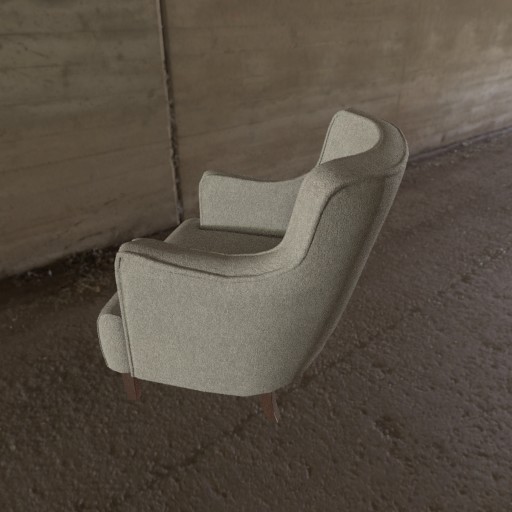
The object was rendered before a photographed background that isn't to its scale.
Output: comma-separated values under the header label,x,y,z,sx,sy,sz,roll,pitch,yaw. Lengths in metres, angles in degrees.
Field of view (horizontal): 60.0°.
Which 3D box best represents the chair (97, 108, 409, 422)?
label,x,y,z,sx,sy,sz,roll,pitch,yaw
chair,0.000,0.000,1.566,0.910,0.920,0.820,7,30,12
